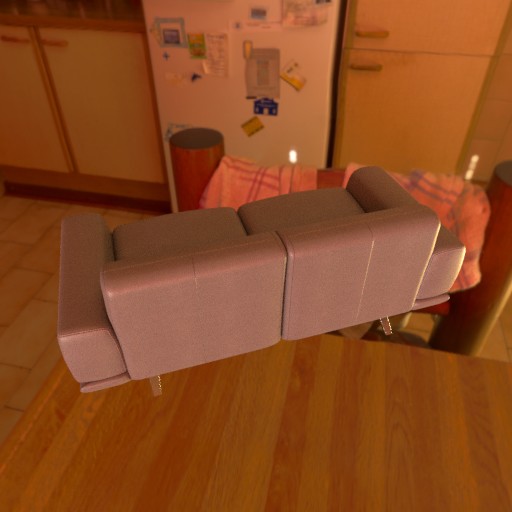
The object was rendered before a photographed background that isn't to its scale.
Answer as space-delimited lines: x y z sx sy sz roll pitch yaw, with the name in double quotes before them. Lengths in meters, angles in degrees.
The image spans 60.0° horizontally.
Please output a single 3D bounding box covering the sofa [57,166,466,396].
"sofa" 0.000 0.000 2.342 1.901 0.772 0.900 -11 42 -13
